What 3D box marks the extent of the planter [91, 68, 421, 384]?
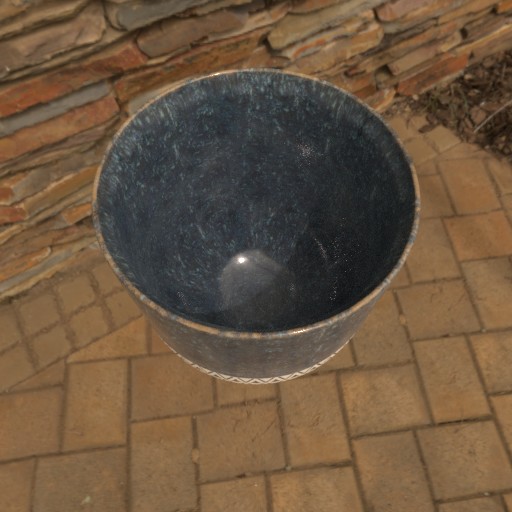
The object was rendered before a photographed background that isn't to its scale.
[{"bbox_3d":[0.000,0.000,0.481,0.266,0.270,0.266,0,63,0],"label":"planter"}]
